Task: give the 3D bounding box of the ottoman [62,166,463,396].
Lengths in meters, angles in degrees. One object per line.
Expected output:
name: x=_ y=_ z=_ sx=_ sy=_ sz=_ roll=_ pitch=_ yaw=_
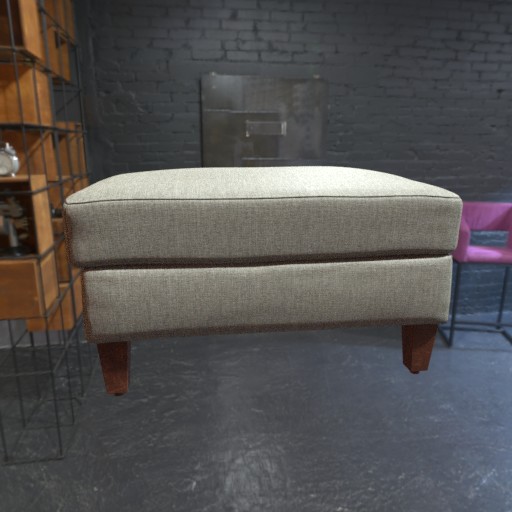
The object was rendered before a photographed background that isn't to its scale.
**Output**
ottoman: x=0.000 y=0.000 z=1.255 sx=0.873 sy=0.494 sz=0.639 roll=-2 pitch=14 yaw=-8
